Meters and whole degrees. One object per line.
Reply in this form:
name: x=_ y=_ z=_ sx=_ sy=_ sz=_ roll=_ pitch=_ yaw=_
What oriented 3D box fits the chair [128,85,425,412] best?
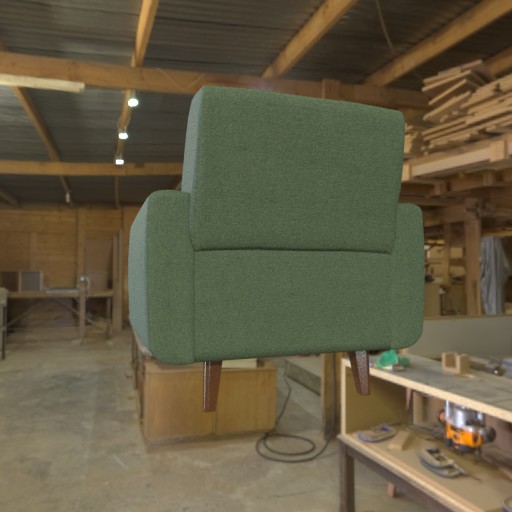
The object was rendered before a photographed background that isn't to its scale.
chair: x=0.000 y=0.000 z=1.563 sx=0.831 sy=0.841 sz=0.909 roll=0 pitch=-2 yaw=-19
